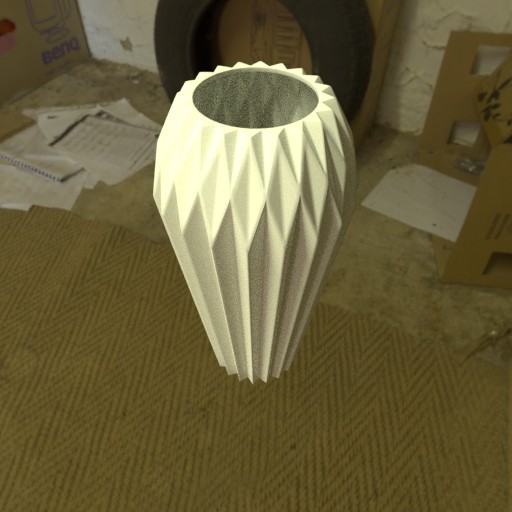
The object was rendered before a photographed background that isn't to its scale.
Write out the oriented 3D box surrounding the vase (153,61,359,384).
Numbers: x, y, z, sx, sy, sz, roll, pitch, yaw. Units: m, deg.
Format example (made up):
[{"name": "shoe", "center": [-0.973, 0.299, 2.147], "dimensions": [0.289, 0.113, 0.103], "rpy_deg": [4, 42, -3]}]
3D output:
[{"name": "vase", "center": [0.000, 0.000, 0.343], "dimensions": [0.133, 0.263, 0.133], "rpy_deg": [0, 47, 0]}]
